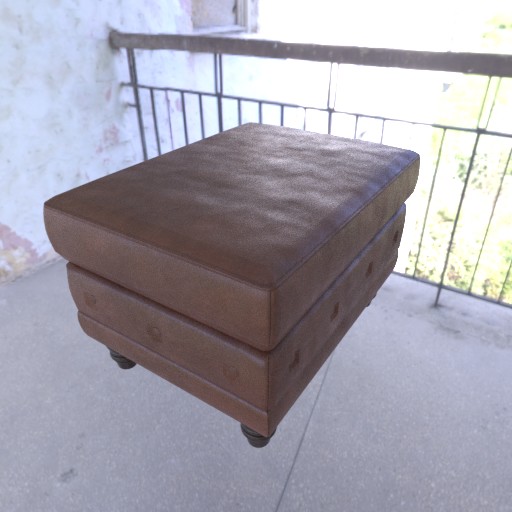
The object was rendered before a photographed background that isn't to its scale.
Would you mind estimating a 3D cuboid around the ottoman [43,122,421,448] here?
[{"bbox_3d":[0.000,0.000,1.186,0.588,0.509,0.795,19,36,28],"label":"ottoman"}]
